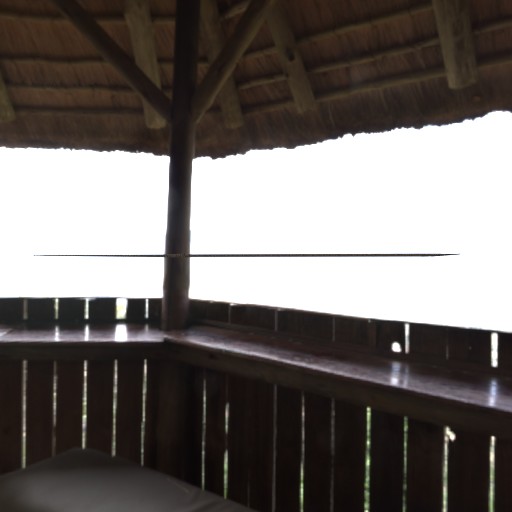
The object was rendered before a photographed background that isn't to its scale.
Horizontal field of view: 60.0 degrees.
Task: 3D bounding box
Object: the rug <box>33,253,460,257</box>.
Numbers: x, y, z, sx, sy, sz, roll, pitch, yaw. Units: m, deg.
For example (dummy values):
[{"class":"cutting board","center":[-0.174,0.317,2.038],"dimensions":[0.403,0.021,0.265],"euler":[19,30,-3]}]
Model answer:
[{"class":"rug","center":[0.000,0.000,3.126],"dimensions":[2.438,0.010,1.524],"euler":[0,-1,17]}]
